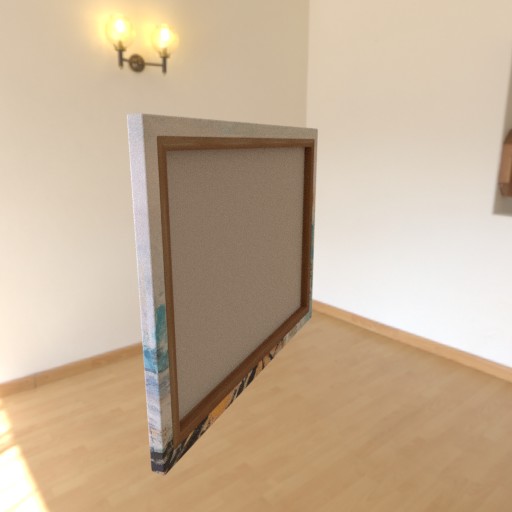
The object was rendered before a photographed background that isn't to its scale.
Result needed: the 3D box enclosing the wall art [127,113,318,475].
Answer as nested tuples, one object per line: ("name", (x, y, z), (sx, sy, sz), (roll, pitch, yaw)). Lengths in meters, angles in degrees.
("wall art", (0.000, 0.000, 1.331), (0.038, 0.762, 1.016), (7, 16, 25))
